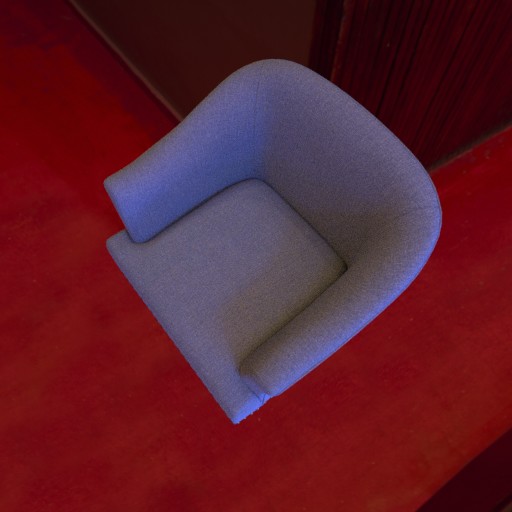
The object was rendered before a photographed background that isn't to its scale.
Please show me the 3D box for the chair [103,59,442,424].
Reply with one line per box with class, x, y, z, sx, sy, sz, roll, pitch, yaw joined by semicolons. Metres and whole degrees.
chair;0.000;0.000;1.387;0.704;0.815;0.798;-35;68;-17
